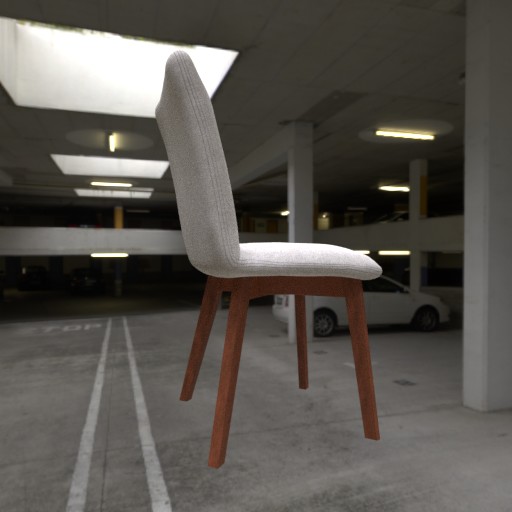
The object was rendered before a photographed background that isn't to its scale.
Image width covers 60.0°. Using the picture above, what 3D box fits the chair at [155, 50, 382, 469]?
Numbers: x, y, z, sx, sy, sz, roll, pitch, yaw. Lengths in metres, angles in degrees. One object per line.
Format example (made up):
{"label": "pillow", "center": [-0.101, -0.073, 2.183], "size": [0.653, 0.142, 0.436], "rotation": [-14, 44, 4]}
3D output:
{"label": "chair", "center": [0.000, 0.000, 1.314], "size": [0.563, 0.974, 0.522], "rotation": [0, 1, -18]}
